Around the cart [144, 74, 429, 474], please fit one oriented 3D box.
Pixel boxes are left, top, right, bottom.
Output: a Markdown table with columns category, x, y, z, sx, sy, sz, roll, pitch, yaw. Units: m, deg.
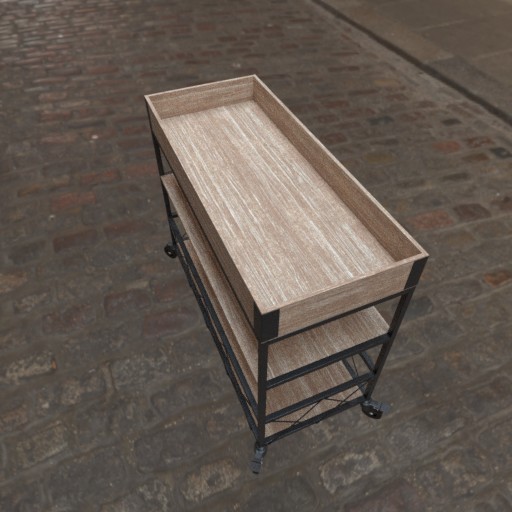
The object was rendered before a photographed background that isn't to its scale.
| category | x | y | z | sx | sy | sz | roll | pitch | yaw |
| --- | --- | --- | --- | --- | --- | --- | --- | --- | --- |
| cart | 0.000 | 0.000 | 1.503 | 0.500 | 0.787 | 1.101 | -17 | 49 | -16 |
